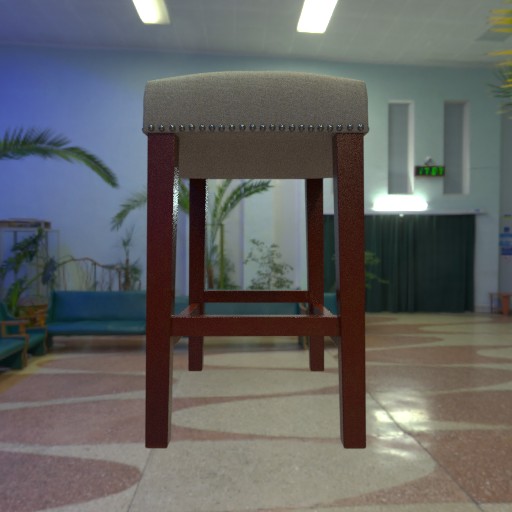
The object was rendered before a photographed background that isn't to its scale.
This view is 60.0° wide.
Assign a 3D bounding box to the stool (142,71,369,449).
[{"bbox_3d":[0.000,0.000,0.970,0.375,0.632,0.509,0,1,0],"label":"stool"}]
